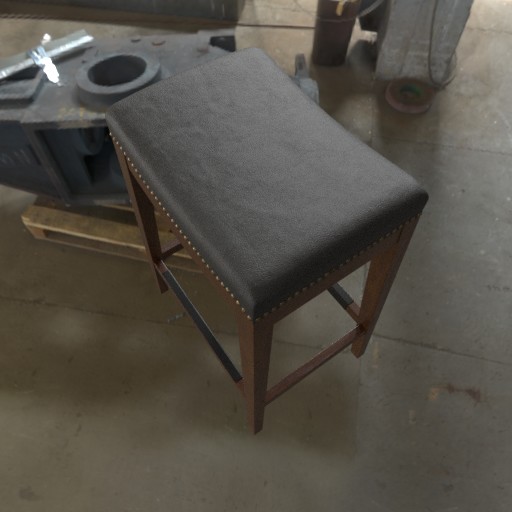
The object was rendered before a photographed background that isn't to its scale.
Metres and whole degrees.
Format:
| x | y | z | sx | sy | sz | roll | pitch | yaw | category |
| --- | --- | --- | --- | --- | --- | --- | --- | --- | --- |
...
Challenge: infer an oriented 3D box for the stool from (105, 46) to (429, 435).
| x | y | z | sx | sy | sz | roll | pitch | yaw | category |
| --- | --- | --- | --- | --- | --- | --- | --- | --- | --- |
| 0.000 | 0.000 | 0.945 | 0.353 | 0.664 | 0.490 | -31 | 63 | -18 | stool |
